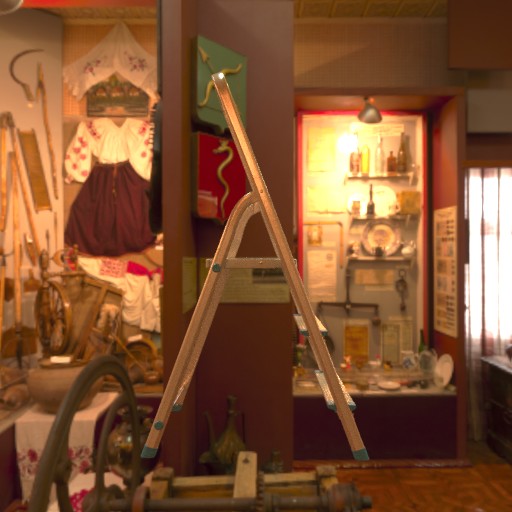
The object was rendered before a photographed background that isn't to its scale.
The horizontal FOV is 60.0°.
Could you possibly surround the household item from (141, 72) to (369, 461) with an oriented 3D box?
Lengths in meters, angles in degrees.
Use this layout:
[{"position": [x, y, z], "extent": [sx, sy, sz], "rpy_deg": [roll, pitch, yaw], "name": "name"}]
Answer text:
[{"position": [0.000, 0.000, 1.533], "extent": [0.687, 1.215, 0.420], "rpy_deg": [0, 0, 2], "name": "household item"}]
